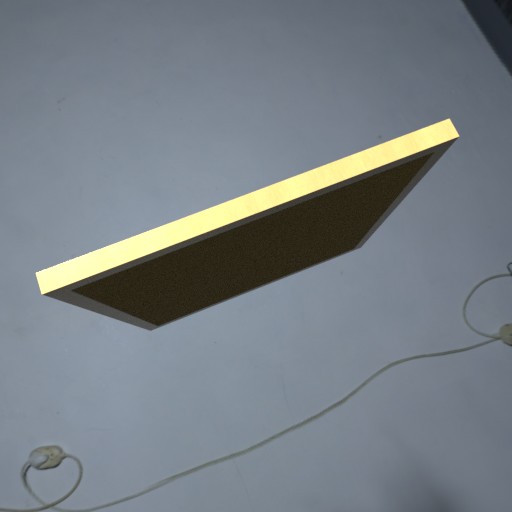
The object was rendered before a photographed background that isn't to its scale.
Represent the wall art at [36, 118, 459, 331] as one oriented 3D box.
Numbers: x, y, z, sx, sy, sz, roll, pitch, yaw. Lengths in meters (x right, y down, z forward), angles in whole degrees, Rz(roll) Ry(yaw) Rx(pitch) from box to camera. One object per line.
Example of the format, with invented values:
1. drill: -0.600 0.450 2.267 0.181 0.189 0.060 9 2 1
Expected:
1. wall art: 0.000 0.000 2.859 1.935 1.936 0.097 -21 77 -5
